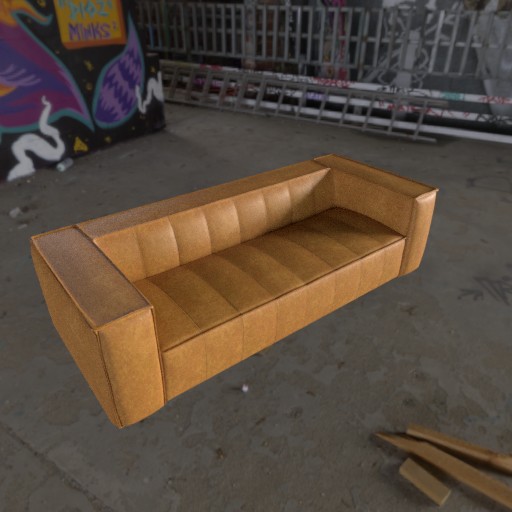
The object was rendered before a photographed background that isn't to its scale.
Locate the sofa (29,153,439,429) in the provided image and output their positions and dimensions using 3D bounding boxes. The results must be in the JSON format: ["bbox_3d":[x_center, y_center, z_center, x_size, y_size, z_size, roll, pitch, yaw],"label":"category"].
[{"bbox_3d":[0.000,0.000,3.040,2.581,0.701,1.102,-22,37,-32],"label":"sofa"}]
